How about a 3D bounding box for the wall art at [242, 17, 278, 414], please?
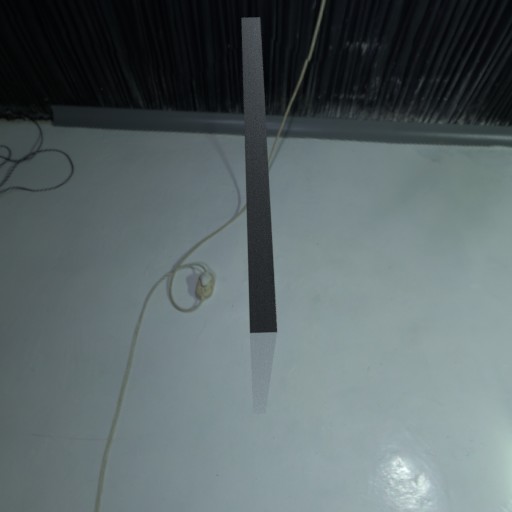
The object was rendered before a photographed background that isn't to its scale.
[{"bbox_3d":[0.000,0.000,0.761,0.025,0.569,0.444,-2,63,-1],"label":"wall art"}]
